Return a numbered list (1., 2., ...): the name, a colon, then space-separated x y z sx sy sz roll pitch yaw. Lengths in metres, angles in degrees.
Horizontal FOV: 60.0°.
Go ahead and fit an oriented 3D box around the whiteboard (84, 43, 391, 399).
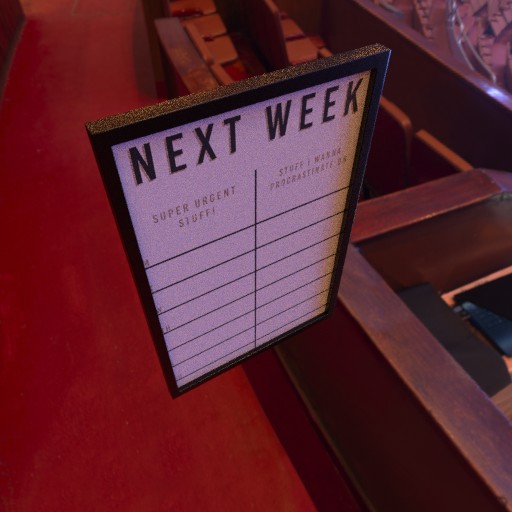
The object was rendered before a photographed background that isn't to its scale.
1. whiteboard: 0.000 0.000 0.752 0.406 0.611 0.026 -24 51 -20
